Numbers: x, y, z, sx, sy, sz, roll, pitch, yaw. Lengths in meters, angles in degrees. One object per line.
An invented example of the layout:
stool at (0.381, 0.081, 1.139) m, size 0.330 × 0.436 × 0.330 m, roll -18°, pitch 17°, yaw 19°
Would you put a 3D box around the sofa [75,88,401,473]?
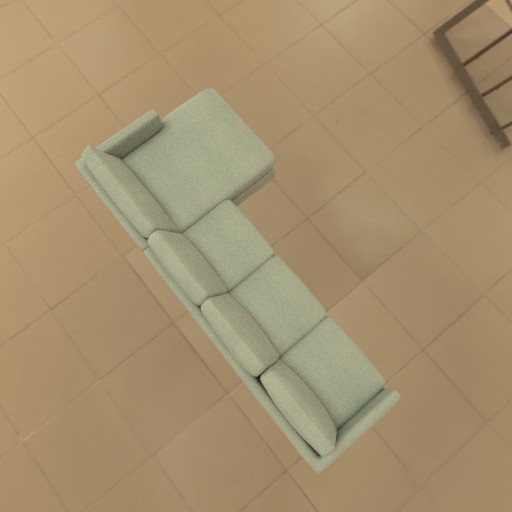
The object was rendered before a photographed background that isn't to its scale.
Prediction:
sofa at (0.000, 0.000, 4.153) m, size 1.604 × 0.950 × 3.471 m, roll -38°, pitch 79°, yaw -9°
